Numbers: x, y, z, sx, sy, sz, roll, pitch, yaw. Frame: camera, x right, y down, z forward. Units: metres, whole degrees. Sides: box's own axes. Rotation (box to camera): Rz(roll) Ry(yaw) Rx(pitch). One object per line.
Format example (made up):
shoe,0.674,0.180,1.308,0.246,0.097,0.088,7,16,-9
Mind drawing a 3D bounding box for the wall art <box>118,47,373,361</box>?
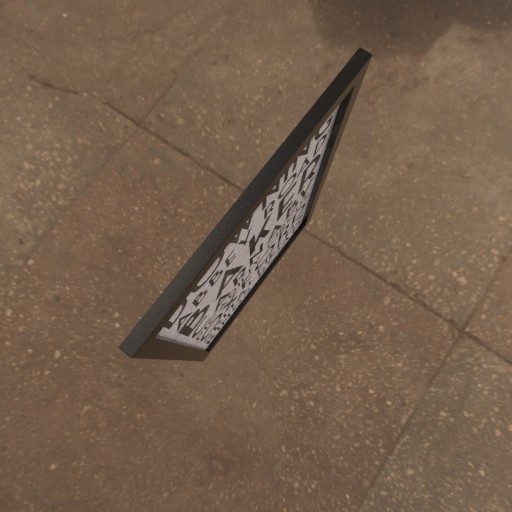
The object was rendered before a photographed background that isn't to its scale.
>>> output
wall art,0.000,0.000,0.829,0.019,0.656,0.462,36,79,8
